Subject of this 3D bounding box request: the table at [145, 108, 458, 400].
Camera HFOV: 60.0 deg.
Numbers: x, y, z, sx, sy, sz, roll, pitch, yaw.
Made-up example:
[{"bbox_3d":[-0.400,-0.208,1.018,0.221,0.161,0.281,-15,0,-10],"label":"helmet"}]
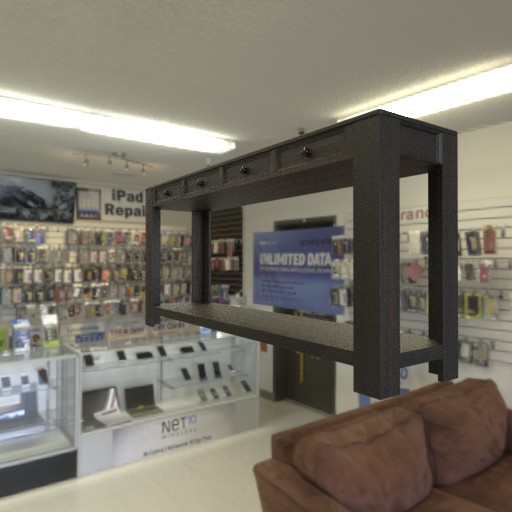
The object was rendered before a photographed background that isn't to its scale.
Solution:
[{"bbox_3d":[0.000,0.000,1.924,0.384,0.762,1.631,0,0,-35],"label":"table"}]
